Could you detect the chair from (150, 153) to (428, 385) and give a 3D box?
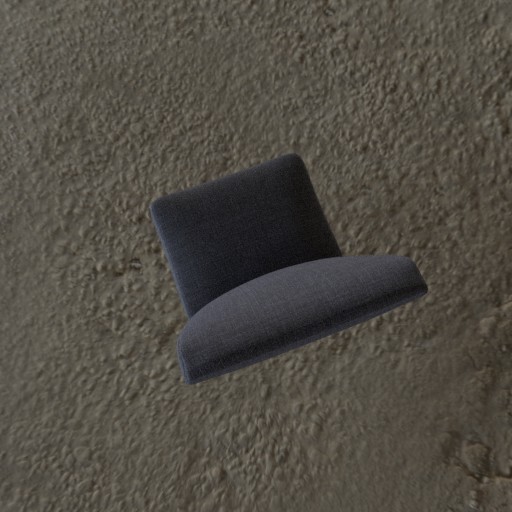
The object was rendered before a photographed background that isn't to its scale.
[{"bbox_3d":[0.000,0.000,1.287,0.507,0.911,0.586,-20,76,-5],"label":"chair"}]
